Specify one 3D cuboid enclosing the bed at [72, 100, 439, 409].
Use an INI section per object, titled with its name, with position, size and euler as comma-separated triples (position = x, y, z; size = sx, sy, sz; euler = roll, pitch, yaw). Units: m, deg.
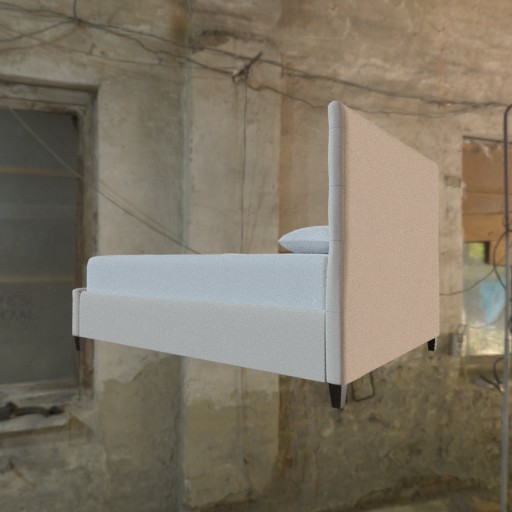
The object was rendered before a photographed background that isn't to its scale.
[bed]
position = 0.000, 0.000, 3.349
size = 2.233, 1.426, 1.696
euler = 0, 0, 37
